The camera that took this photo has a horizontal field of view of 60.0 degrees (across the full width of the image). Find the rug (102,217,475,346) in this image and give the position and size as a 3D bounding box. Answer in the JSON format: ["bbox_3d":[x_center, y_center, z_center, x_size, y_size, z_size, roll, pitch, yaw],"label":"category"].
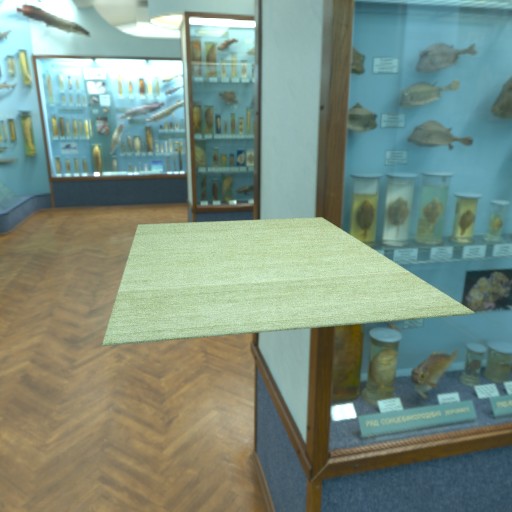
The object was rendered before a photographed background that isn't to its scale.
[{"bbox_3d":[0.000,0.000,4.295,2.425,0.016,3.198,-3,17,-10],"label":"rug"}]
